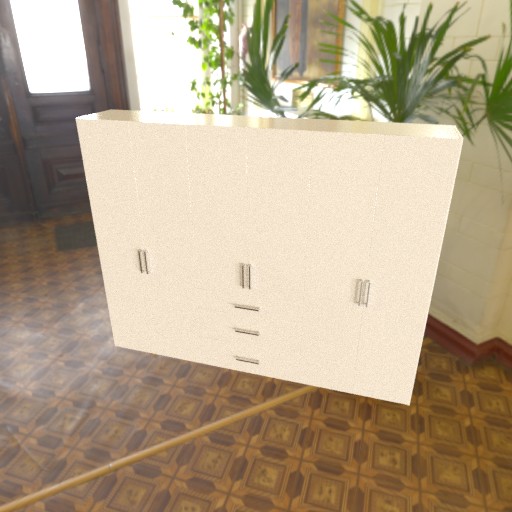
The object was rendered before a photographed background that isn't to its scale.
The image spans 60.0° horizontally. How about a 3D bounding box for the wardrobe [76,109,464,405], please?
[{"bbox_3d":[0.000,0.000,4.029,3.000,2.360,0.580,7,27,15],"label":"wardrobe"}]
